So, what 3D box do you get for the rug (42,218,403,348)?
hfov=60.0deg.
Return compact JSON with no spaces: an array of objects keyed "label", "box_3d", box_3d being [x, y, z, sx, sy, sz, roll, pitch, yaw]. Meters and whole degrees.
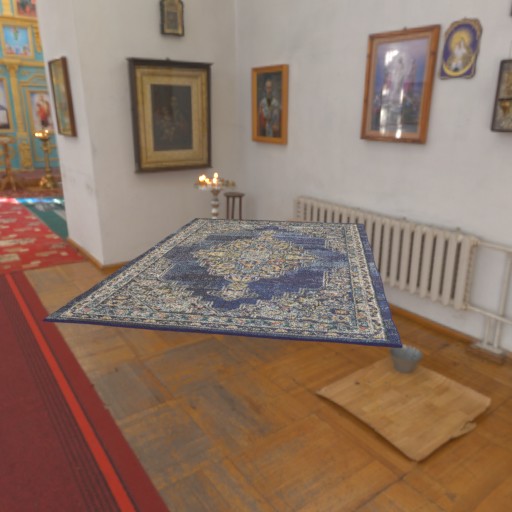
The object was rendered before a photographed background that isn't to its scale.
[{"label":"rug","box_3d":[0.000,0.000,2.250,1.184,0.012,1.781,3,16,9]}]
